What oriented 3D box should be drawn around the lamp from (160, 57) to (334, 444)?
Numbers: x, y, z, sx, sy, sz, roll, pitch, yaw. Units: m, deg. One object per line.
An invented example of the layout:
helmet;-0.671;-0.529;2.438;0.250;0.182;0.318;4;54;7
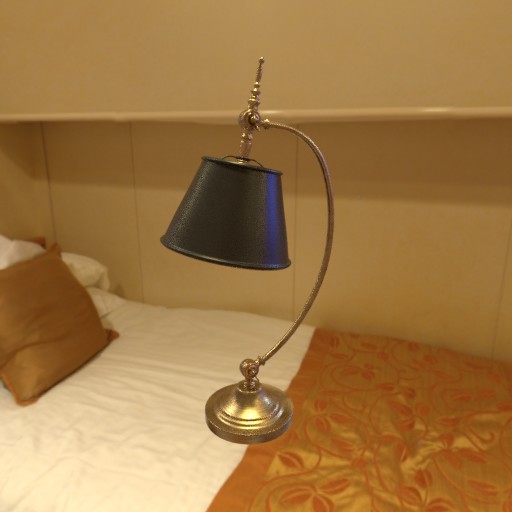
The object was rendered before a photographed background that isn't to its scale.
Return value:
lamp;0.000;0.000;0.815;0.344;0.675;0.235;-7;18;-24
